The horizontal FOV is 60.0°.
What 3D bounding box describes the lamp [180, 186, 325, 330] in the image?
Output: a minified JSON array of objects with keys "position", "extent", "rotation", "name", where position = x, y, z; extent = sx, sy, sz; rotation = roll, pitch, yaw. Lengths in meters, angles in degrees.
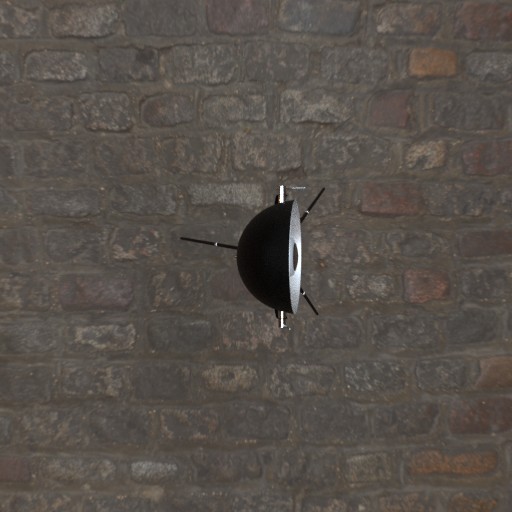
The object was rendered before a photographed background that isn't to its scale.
[{"position":[0.000,0.000,2.071],"extent":[0.920,1.512,0.817],"rotation":[0,92,-2],"name":"lamp"}]
